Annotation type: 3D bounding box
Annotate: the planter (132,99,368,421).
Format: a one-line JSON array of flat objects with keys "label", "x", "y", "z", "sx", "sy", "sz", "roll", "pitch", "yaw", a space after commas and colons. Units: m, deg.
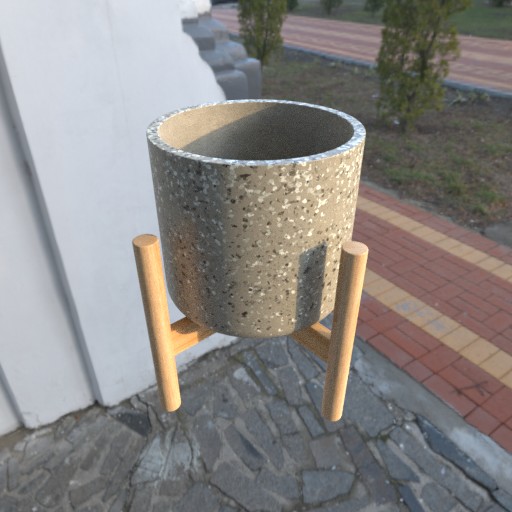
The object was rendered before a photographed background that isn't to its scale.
[{"label": "planter", "x": 0.000, "y": 0.000, "z": 0.544, "sx": 0.284, "sy": 0.320, "sz": 0.284, "roll": -10, "pitch": 34, "yaw": -15}]
